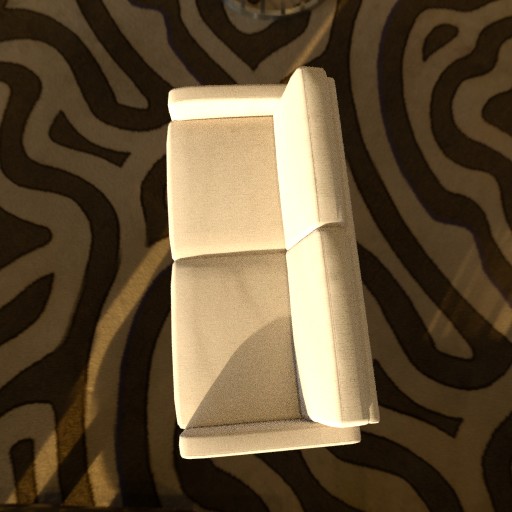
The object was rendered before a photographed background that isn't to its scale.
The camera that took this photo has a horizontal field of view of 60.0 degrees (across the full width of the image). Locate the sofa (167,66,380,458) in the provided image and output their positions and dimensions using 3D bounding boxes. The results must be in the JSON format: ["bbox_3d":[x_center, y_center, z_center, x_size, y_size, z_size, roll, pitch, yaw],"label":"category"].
[{"bbox_3d":[0.000,0.000,2.246,0.894,0.831,1.808,-4,76,-1],"label":"sofa"}]
